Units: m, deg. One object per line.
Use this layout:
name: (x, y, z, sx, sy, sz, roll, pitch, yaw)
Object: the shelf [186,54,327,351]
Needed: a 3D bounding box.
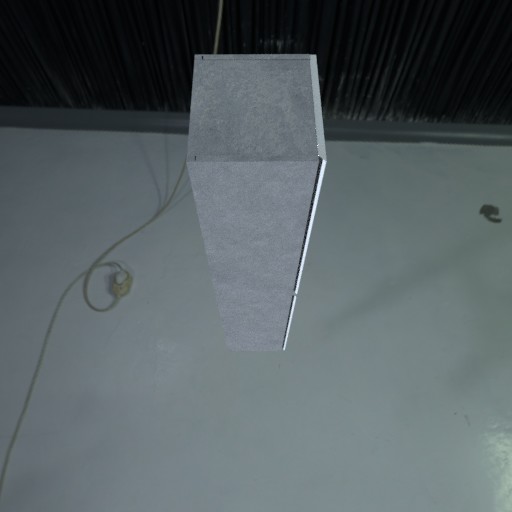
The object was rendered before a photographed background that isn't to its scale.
shelf: (0.000, 0.000, 1.546, 0.270, 1.400, 0.300, 0, 63, 0)
